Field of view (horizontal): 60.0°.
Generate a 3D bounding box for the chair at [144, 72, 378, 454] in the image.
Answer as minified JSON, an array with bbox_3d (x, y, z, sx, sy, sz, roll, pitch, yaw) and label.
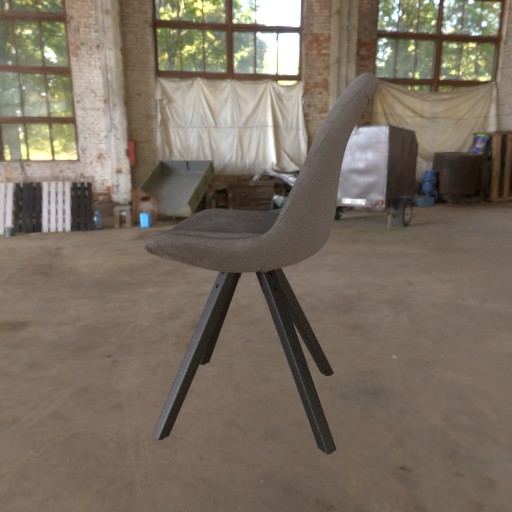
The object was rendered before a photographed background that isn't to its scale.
[{"bbox_3d":[0.000,0.000,1.161,0.550,0.850,0.476,2,14,9],"label":"chair"}]
